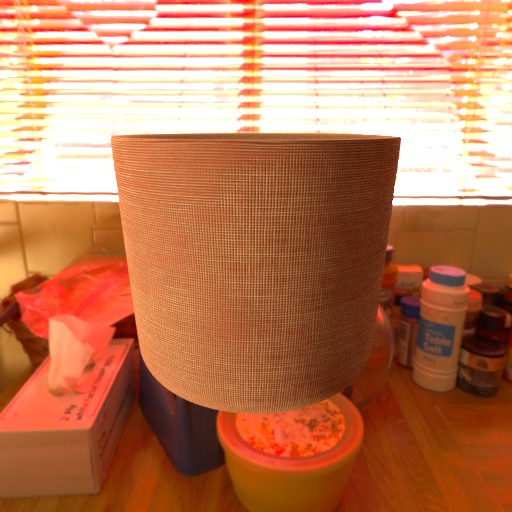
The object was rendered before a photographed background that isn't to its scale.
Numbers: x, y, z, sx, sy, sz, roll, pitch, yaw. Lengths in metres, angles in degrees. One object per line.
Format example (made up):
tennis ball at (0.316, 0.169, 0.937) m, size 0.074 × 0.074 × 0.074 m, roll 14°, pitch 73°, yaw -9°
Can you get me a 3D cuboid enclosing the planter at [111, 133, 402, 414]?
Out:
planter at (0.000, 0.000, 0.758) m, size 0.440 × 0.398 × 0.440 m, roll 0°, pitch 17°, yaw 0°
